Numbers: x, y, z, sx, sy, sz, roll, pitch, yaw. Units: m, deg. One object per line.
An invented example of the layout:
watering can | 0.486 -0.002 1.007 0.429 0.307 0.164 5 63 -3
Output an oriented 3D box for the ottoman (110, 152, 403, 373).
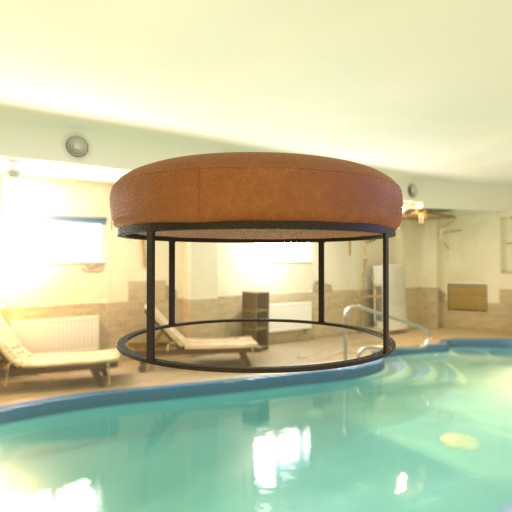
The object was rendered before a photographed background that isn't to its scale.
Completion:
ottoman | 0.000 0.000 1.226 0.771 0.460 0.771 0 0 0
